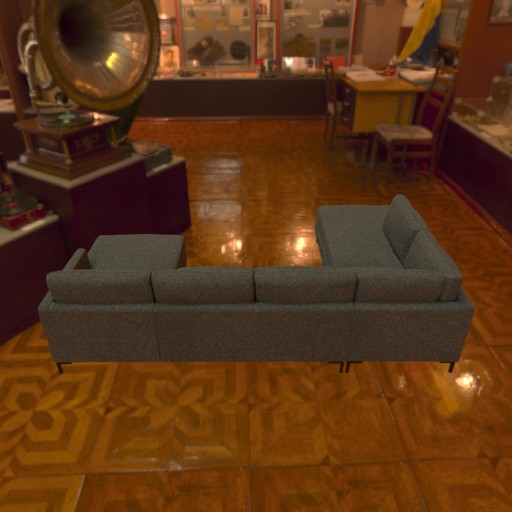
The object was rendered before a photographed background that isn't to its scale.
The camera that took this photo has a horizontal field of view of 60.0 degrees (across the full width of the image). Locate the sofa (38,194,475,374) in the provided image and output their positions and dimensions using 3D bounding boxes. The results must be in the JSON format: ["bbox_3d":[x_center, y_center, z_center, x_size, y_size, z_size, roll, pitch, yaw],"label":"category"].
[{"bbox_3d":[0.000,0.000,3.860,2.956,0.813,2.007,0,31,0],"label":"sofa"}]
